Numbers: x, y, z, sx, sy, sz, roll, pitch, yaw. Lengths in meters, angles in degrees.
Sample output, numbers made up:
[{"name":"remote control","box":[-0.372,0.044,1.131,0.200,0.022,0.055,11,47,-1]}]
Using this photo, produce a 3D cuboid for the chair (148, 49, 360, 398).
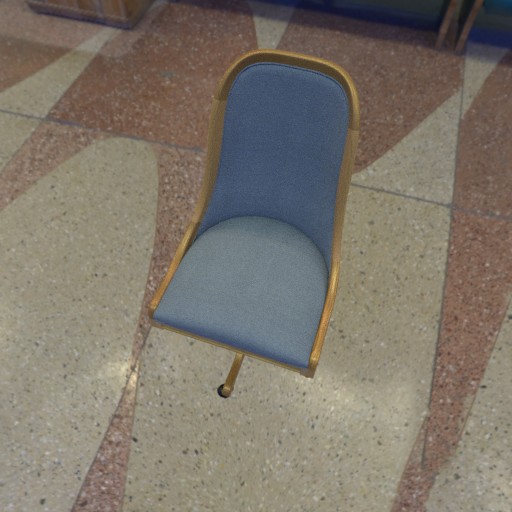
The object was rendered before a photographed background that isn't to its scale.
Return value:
[{"name":"chair","box":[0.000,0.000,1.487,0.605,1.031,0.735,16,59,10]}]
